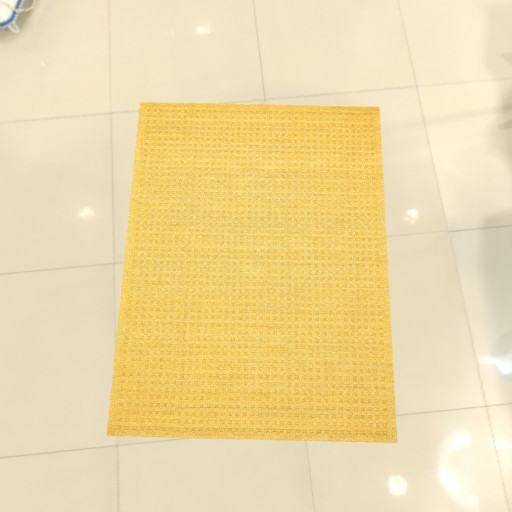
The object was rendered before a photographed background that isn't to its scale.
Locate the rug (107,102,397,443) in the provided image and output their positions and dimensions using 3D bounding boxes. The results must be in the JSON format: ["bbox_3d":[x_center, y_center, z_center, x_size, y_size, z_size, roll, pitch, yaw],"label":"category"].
[{"bbox_3d":[0.000,0.000,4.196,2.486,0.015,3.242,1,76,0],"label":"rug"}]
